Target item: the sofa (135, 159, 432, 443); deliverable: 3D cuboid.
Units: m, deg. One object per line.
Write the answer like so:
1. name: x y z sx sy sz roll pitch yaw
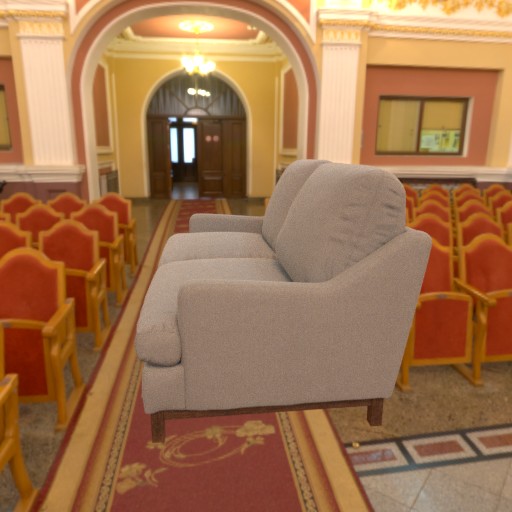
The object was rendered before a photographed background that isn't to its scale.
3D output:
1. sofa: 0.000 0.000 2.186 0.987 0.921 1.589 -2 14 -7
